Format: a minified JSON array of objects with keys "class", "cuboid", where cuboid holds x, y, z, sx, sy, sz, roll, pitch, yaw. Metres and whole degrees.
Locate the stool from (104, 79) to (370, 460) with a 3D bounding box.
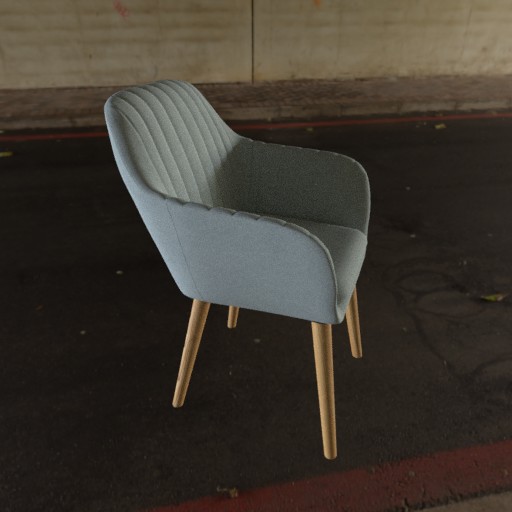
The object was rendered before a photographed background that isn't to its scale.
[{"class":"stool","cuboid":[0.000,0.000,1.174,0.590,0.830,0.503,11,31,18]}]
